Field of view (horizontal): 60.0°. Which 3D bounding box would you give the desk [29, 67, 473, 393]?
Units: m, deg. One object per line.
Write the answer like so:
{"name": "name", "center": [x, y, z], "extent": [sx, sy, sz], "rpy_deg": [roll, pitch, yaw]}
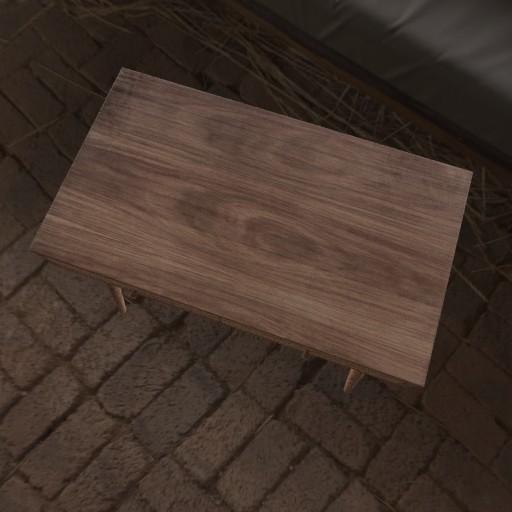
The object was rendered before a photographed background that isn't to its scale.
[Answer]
{"name": "desk", "center": [0.000, 0.000, 1.434], "extent": [0.949, 0.758, 0.588], "rpy_deg": [18, 74, 5]}
